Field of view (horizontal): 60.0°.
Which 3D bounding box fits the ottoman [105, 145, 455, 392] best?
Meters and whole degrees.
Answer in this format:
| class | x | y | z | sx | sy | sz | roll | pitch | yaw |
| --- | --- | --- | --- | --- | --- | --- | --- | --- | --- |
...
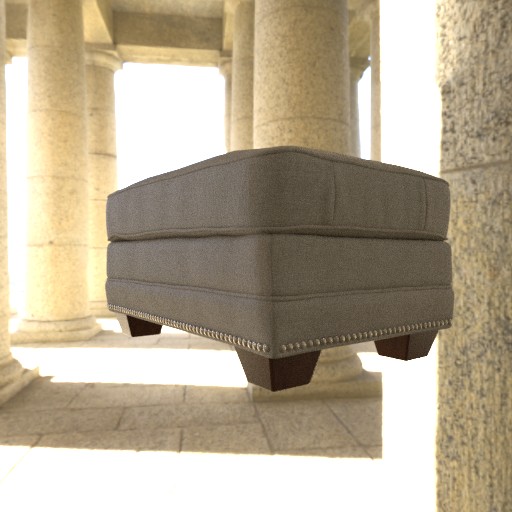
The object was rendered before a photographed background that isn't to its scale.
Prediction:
| class | x | y | z | sx | sy | sz | roll | pitch | yaw |
| --- | --- | --- | --- | --- | --- | --- | --- | --- | --- |
| ottoman | 0.000 | 0.000 | 1.155 | 0.559 | 0.458 | 0.813 | 0 | 0 | -37 |
